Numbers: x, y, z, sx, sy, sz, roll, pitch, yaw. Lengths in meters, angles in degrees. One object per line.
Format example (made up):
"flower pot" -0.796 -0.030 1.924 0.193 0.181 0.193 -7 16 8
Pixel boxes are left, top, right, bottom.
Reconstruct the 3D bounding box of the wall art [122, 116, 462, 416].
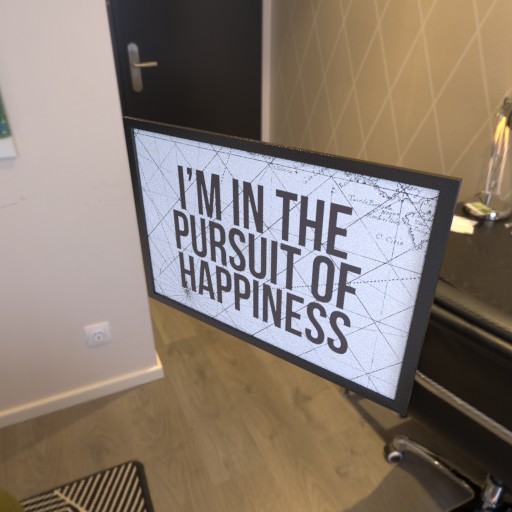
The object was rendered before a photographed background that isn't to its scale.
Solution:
"wall art" 0.000 0.000 1.063 0.819 0.552 0.015 19 35 30
